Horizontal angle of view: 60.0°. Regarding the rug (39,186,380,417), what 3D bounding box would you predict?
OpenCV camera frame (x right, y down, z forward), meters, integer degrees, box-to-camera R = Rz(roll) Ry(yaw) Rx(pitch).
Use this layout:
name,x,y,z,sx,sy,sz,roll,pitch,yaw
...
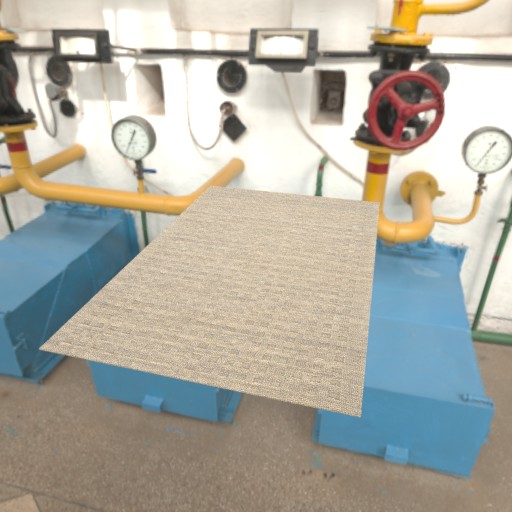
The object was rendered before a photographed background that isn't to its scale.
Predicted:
name,x,y,z,sx,sy,sz,roll,pitch,yaw
rug,0.000,0.000,2.207,1.142,0.006,1.752,8,30,13
